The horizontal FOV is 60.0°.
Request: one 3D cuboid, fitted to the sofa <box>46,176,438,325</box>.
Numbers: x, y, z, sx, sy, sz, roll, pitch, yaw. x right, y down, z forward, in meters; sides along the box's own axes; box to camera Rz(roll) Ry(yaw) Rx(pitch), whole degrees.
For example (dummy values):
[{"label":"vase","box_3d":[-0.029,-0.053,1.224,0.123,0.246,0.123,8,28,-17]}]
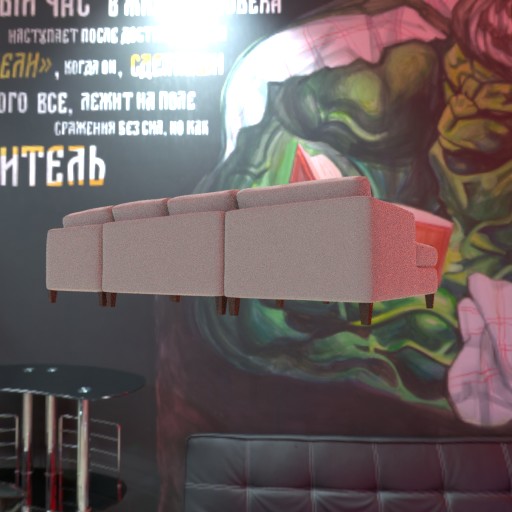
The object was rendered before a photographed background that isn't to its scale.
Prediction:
[{"label":"sofa","box_3d":[0.000,0.000,4.554,3.459,0.956,2.593,-2,-3,35]}]
